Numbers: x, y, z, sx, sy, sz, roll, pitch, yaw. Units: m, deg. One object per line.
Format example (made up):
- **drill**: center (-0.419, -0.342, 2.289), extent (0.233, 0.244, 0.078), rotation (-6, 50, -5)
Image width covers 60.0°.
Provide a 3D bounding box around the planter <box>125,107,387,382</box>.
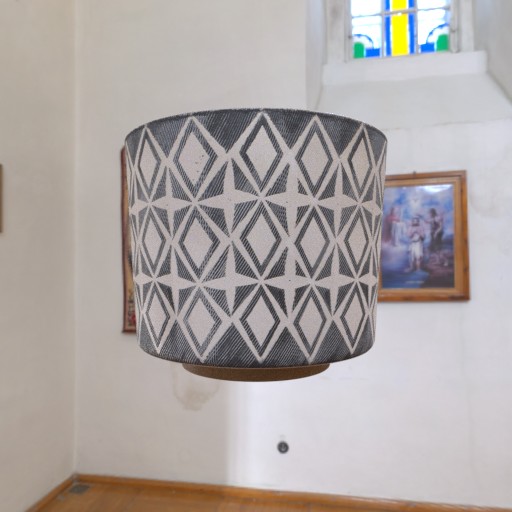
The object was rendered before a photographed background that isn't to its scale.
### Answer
- **planter**: center (0.000, 0.000, 0.457), extent (0.260, 0.220, 0.260), rotation (0, 0, 0)
